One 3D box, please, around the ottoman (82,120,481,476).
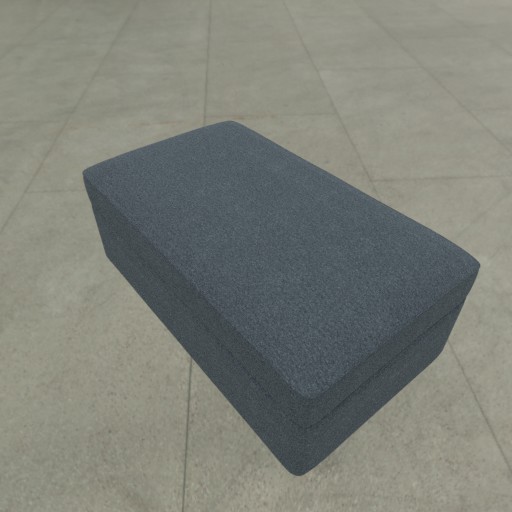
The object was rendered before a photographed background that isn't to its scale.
[{"bbox_3d":[0.000,0.000,1.511,0.681,0.494,1.173,-28,49,-28],"label":"ottoman"}]
